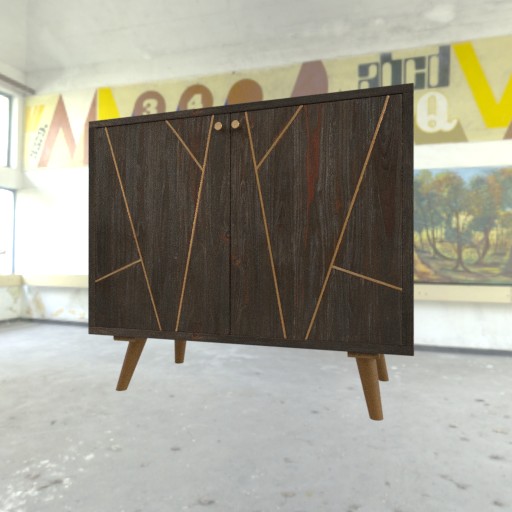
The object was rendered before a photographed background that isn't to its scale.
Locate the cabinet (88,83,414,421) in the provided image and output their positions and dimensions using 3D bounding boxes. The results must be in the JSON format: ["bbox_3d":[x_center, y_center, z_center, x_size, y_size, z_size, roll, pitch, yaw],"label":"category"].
[{"bbox_3d":[0.000,0.000,1.533,1.023,0.897,0.529,0,0,19],"label":"cabinet"}]
